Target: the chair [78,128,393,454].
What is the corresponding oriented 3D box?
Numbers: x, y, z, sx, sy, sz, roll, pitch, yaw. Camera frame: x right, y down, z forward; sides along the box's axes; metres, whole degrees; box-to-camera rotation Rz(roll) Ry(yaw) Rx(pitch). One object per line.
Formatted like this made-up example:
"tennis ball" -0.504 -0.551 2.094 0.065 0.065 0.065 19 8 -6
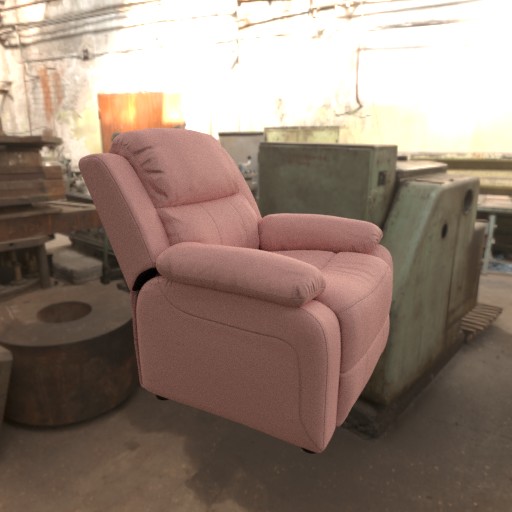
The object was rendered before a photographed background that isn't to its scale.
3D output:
"chair" 0.000 0.000 1.253 0.709 0.702 0.680 7 16 27
